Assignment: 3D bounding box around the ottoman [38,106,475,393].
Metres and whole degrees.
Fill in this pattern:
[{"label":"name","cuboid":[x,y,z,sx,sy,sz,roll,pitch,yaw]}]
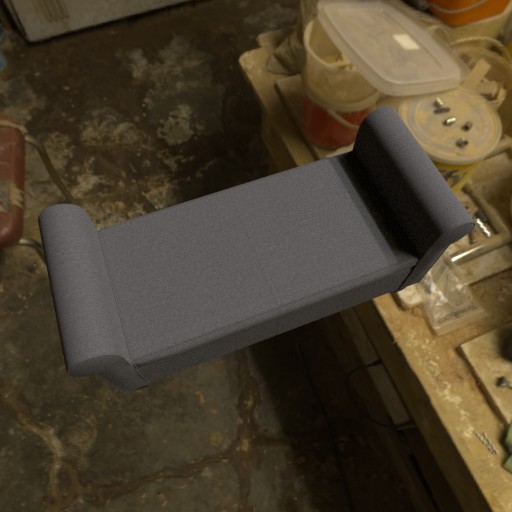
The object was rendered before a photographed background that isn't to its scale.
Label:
[{"label":"ottoman","cuboid":[0.000,0.000,1.562,1.256,0.547,0.521,-19,65,-9]}]
